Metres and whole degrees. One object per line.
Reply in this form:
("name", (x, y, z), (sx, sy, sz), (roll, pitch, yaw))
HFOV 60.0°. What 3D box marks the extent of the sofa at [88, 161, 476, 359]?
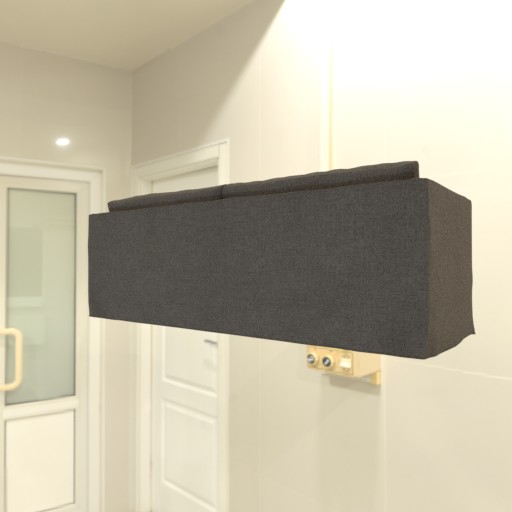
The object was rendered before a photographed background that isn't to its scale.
("sofa", (0.000, 0.000, 3.262), (2.779, 0.998, 1.036), (-1, -1, 37))
